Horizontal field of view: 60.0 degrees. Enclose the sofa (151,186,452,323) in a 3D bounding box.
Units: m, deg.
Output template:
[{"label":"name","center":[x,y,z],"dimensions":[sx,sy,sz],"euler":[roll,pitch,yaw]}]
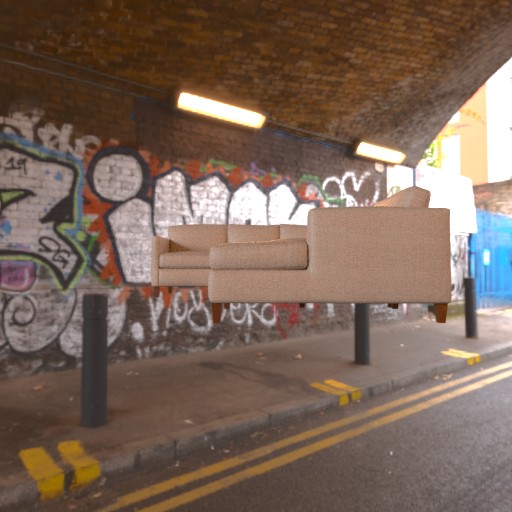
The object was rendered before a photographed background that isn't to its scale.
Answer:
[{"label":"sofa","center":[0.000,0.000,4.570],"dimensions":[2.594,0.961,3.460],"euler":[0,-1,0]}]
